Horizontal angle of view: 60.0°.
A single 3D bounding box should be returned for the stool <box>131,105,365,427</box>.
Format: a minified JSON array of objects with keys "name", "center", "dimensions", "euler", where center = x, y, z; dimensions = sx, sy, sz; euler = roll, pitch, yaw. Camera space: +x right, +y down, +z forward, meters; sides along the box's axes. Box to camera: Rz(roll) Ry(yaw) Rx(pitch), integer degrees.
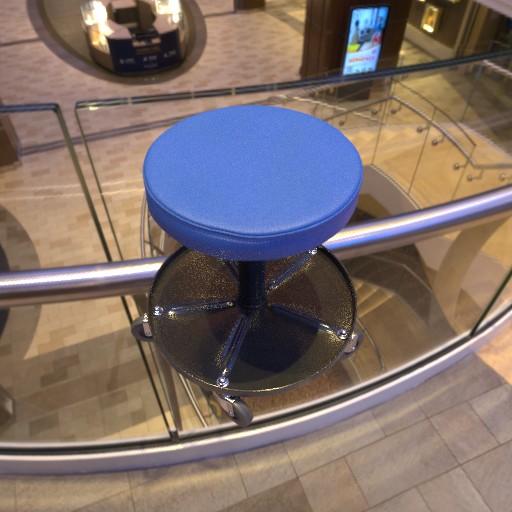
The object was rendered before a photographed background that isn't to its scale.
[{"name":"stool","center":[0.000,0.000,0.680],"dimensions":[0.381,0.365,0.382],"euler":[16,49,15]}]
